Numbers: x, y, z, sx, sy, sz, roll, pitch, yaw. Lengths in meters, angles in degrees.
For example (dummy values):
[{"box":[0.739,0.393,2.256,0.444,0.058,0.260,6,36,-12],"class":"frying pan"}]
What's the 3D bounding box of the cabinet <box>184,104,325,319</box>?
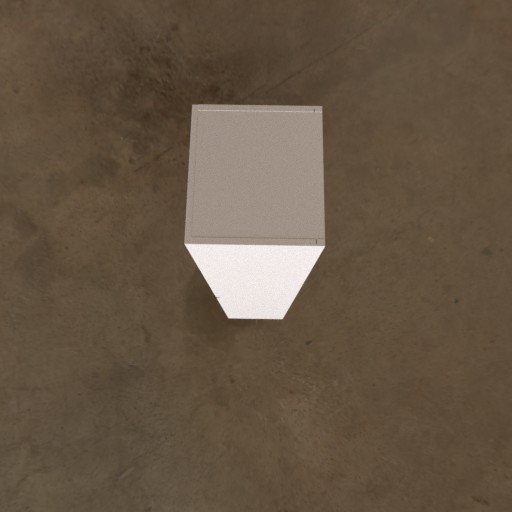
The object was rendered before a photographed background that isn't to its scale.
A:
[{"box":[0.000,0.000,1.562,0.269,1.400,0.300,1,76,0],"class":"cabinet"}]
